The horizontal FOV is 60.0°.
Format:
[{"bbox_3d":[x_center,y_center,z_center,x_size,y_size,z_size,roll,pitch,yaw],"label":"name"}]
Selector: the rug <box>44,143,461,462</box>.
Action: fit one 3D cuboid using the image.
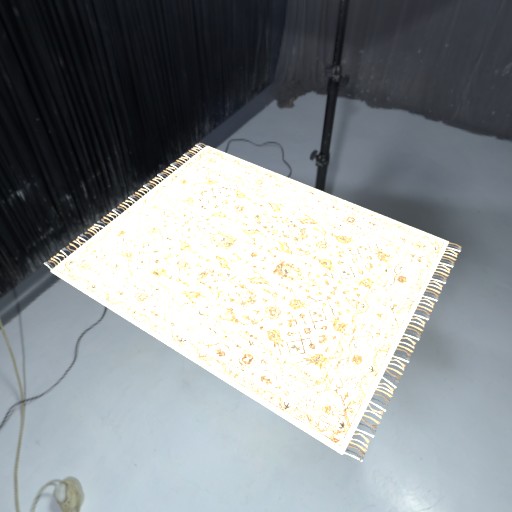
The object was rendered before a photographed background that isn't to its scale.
[{"bbox_3d":[0.000,0.000,2.254,1.726,0.009,1.278,26,53,21],"label":"rug"}]
